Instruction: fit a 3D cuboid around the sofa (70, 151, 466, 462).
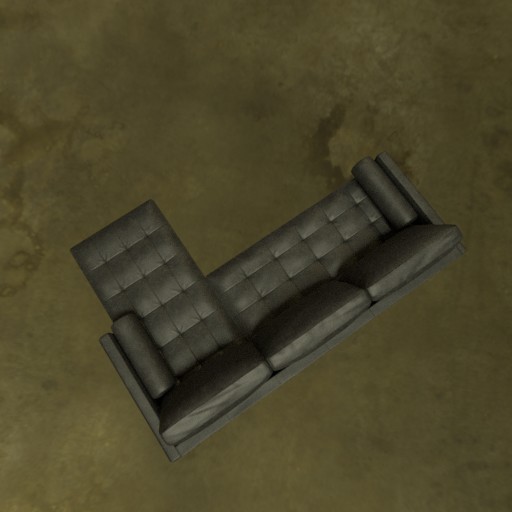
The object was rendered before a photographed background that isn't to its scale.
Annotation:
[{"bbox_3d":[0.000,0.000,2.910,2.178,0.876,1.497,-34,79,-8],"label":"sofa"}]
